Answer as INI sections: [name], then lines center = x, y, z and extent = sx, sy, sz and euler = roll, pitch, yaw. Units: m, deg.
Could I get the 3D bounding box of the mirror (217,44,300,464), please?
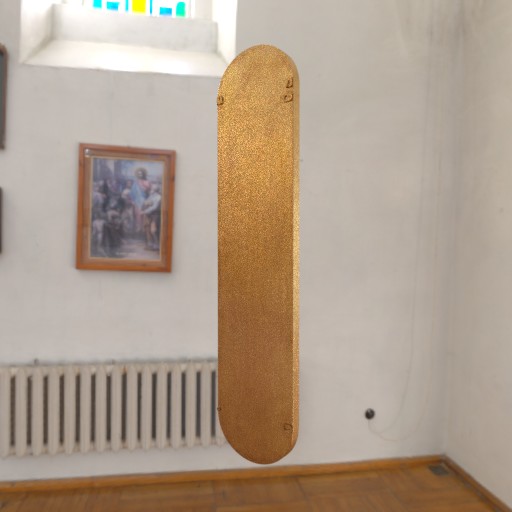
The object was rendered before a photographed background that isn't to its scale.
[mirror]
center = 0.000, 0.000, 1.064
extent = 0.222, 0.991, 0.032
euler = 1, 1, 36
